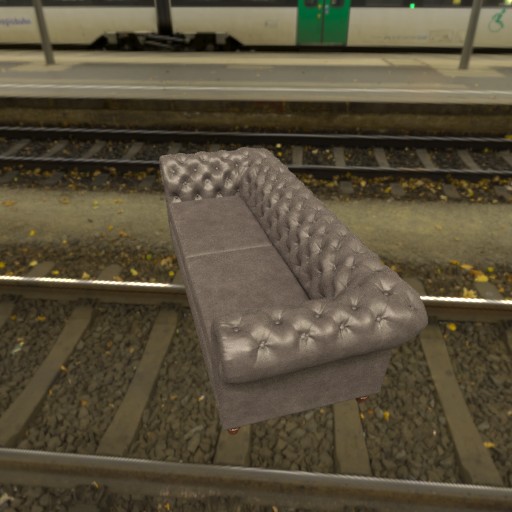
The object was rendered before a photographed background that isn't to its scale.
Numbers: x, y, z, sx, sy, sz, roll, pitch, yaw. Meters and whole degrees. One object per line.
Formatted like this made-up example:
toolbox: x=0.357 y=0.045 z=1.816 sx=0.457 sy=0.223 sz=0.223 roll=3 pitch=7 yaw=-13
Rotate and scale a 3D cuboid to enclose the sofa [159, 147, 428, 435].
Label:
sofa: x=0.000 y=0.000 z=2.858 sx=0.944 sy=0.783 sz=2.385 roll=-9 pitch=32 yaw=-14
